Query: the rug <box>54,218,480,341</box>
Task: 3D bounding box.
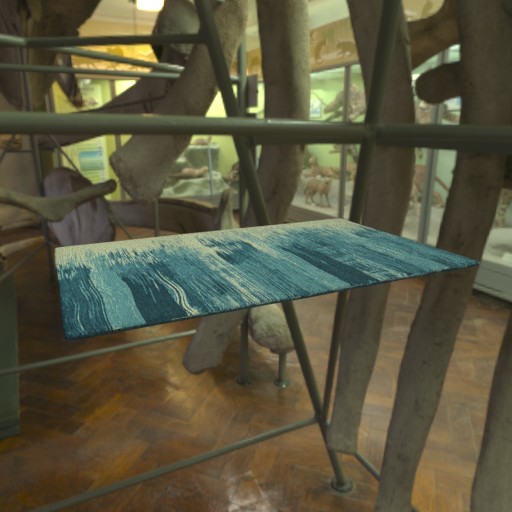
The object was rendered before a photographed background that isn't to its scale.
[{"bbox_3d":[0.000,0.000,2.966,2.450,0.027,1.540,-8,18,-24],"label":"rug"}]
